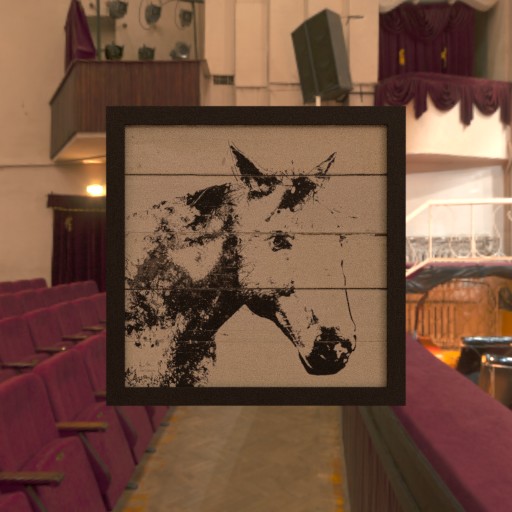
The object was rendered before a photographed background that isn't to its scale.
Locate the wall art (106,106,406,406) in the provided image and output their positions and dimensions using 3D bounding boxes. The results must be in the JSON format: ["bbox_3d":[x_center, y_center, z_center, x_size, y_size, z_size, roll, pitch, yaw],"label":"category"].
[{"bbox_3d":[0.000,0.000,1.520,1.016,1.016,0.038,0,0,0],"label":"wall art"}]
